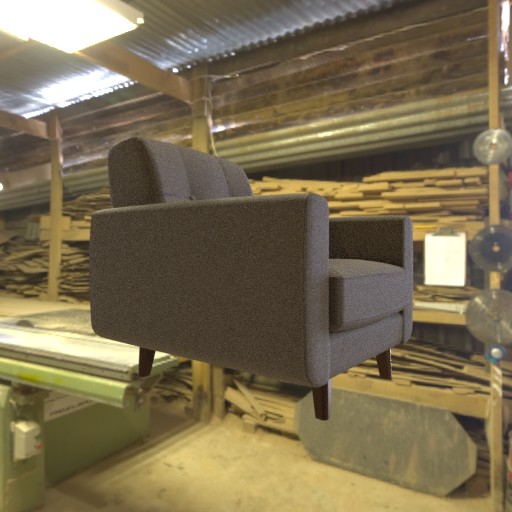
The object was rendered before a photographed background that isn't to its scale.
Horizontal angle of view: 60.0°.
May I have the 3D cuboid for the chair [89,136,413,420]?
[{"bbox_3d":[0.000,0.000,1.564,0.907,0.839,0.831,0,0,35],"label":"chair"}]
